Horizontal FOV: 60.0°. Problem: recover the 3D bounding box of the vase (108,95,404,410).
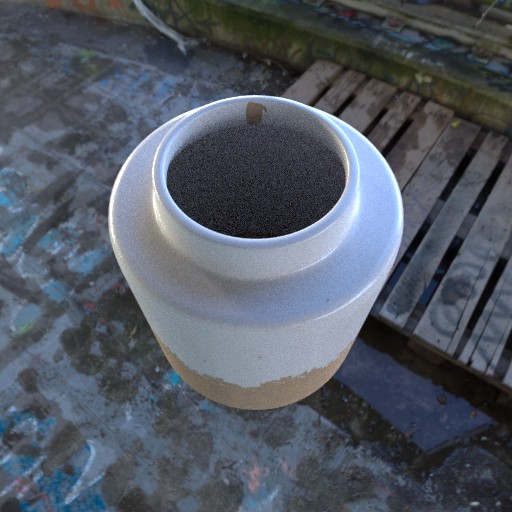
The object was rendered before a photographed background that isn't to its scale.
[{"bbox_3d":[0.000,0.000,0.279,0.153,0.167,0.153,0,58,0],"label":"vase"}]
